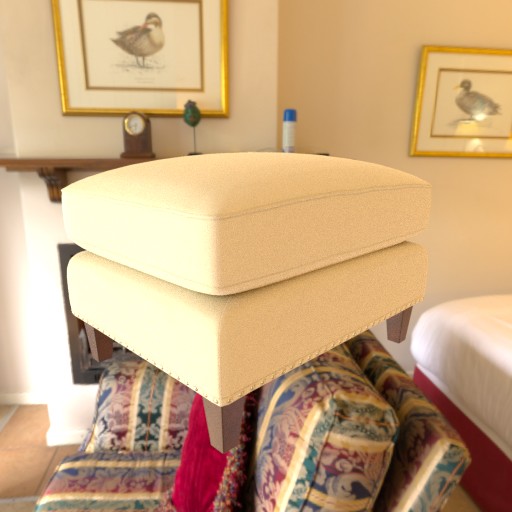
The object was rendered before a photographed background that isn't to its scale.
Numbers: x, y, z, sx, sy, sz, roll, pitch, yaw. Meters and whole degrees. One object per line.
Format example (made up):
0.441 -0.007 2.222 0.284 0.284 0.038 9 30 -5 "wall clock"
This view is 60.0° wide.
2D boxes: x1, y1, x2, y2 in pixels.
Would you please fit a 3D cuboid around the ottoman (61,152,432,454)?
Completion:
0.000 0.000 1.126 0.741 0.513 0.584 -14 20 -43 "ottoman"
